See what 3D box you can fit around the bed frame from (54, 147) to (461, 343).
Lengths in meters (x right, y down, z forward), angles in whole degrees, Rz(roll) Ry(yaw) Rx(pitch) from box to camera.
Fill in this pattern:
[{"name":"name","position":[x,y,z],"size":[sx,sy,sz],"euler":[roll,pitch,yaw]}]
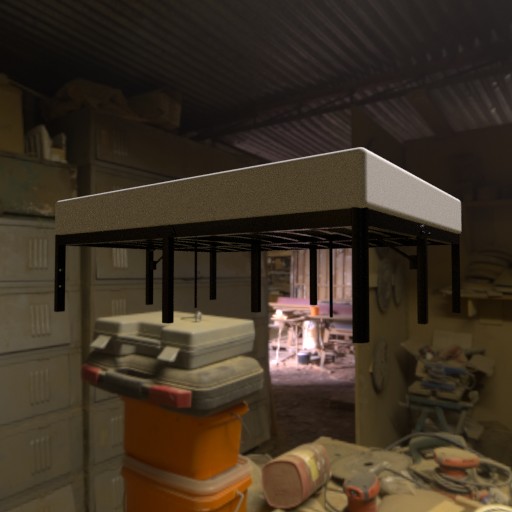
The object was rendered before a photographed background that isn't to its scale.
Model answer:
[{"name":"bed frame","position":[0.000,0.000,2.605],"size":[1.956,0.659,1.408],"euler":[-1,-2,37]}]
